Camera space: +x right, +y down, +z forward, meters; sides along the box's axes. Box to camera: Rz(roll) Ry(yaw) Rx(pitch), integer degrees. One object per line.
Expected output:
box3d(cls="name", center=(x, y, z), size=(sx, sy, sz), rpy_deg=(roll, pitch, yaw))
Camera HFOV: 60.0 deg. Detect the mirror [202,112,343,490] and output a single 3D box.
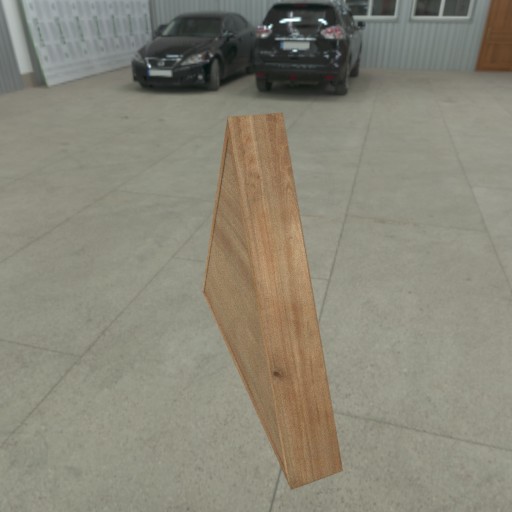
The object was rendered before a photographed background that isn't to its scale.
box3d(cls="mirror", center=(0.000, 0.000, 0.883), size=(0.100, 0.548, 0.631), rpy_deg=(-10, 31, -17))
